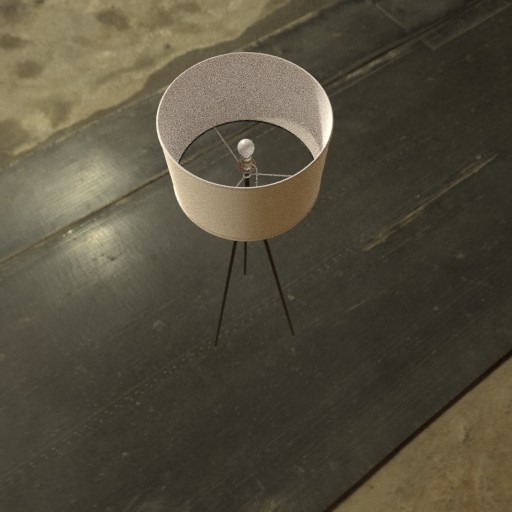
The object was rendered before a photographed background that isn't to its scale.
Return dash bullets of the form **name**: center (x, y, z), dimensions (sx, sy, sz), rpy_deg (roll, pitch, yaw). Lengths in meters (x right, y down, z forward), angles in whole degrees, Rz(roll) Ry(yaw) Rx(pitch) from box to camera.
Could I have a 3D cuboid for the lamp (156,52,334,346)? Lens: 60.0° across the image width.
- **lamp**: center (0.000, 0.000, 1.722), dimensions (0.458, 1.545, 0.448), rpy_deg (15, 66, 7)
